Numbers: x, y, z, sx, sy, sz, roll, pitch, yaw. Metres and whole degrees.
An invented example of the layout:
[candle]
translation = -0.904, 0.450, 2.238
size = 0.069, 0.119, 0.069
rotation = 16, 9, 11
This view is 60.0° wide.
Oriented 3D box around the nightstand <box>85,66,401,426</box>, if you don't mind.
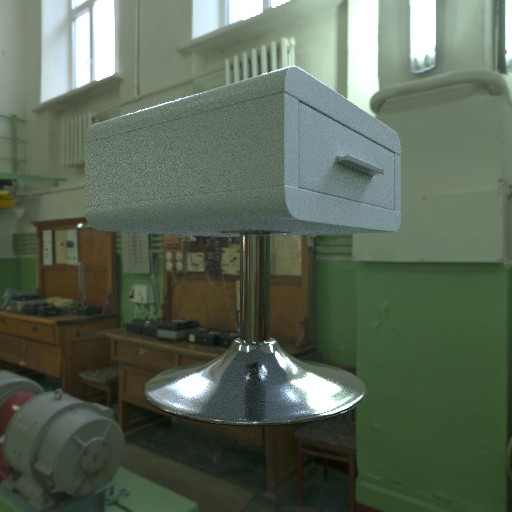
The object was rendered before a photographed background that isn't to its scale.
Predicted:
[nightstand]
translation = 0.000, 0.000, 0.767
size = 0.404, 0.447, 0.399
rotation = 0, 0, 36
